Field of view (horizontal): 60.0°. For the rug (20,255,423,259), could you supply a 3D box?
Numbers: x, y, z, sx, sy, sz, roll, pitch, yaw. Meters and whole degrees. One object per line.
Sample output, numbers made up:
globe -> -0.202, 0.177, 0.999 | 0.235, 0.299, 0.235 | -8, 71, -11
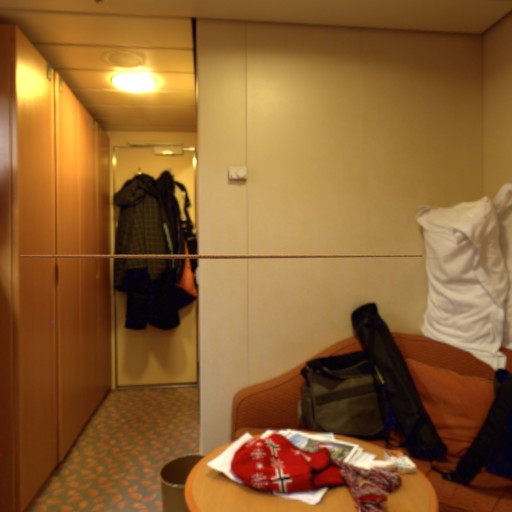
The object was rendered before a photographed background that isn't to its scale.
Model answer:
rug -> 0.000, 0.000, 3.029 | 1.524, 0.014, 2.438 | 0, 0, 37
